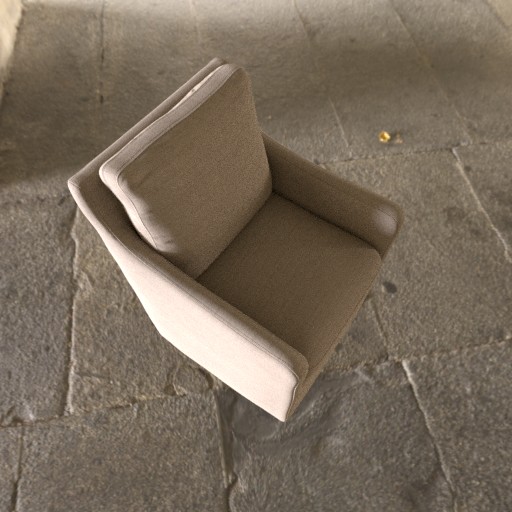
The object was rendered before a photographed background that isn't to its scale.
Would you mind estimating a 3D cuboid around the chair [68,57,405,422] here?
[{"bbox_3d":[0.000,0.000,1.395,0.694,0.914,0.626,31,64,17],"label":"chair"}]
